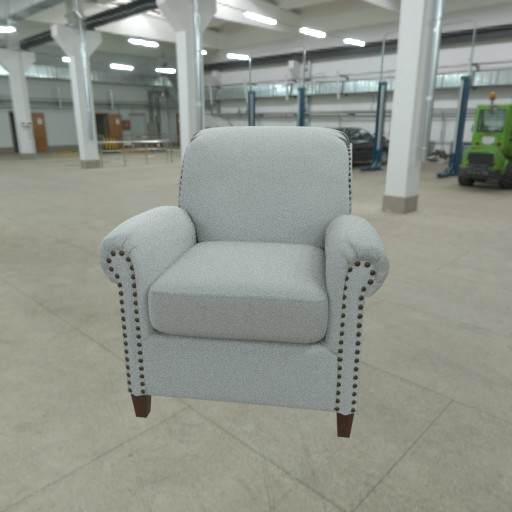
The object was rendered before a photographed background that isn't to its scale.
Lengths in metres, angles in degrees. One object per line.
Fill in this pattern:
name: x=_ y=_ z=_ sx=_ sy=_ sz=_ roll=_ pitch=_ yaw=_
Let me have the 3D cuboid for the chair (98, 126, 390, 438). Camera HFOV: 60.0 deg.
chair: x=0.000 y=0.000 z=1.654 sx=0.854 sy=0.927 sz=0.890 roll=2 pitch=17 yaw=8
